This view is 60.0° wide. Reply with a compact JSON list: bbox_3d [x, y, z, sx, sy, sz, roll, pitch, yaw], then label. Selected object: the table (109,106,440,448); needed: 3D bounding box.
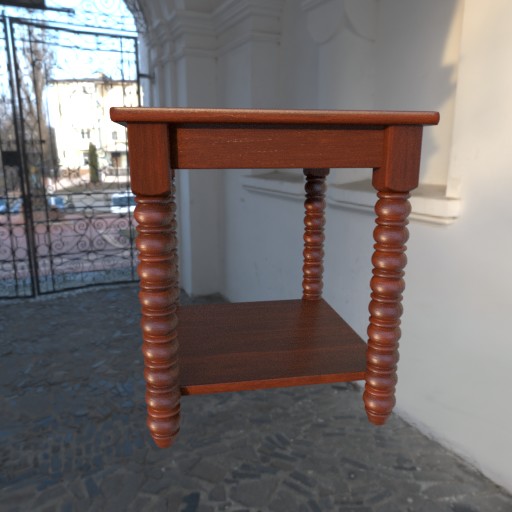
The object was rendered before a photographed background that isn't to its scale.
[{"bbox_3d":[0.000,0.000,0.969,0.500,0.567,0.533,-2,14,-9],"label":"table"}]
